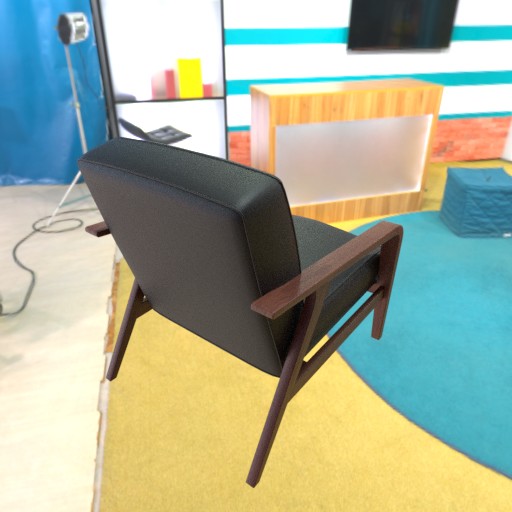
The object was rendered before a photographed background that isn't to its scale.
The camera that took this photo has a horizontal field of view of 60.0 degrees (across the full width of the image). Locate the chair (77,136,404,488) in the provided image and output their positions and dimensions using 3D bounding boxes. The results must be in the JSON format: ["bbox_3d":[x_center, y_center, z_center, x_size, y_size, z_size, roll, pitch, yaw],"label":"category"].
[{"bbox_3d":[0.000,0.000,1.514,0.719,0.861,0.889,21,35,33],"label":"chair"}]
